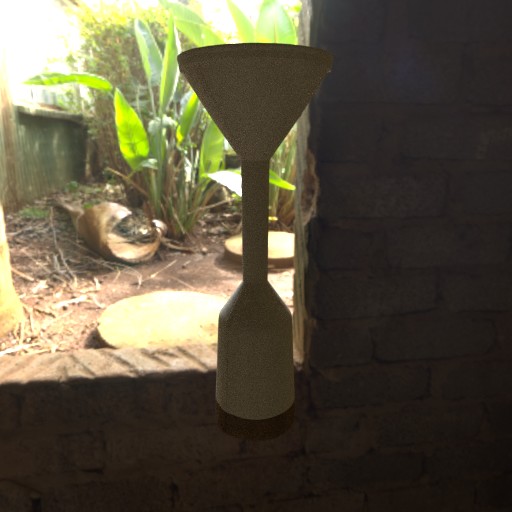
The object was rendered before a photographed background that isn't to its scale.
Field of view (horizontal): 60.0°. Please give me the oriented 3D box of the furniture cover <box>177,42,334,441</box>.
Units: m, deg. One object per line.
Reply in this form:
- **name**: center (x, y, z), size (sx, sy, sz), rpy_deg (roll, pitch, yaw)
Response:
- **furniture cover**: center (0.000, 0.000, 2.919), size (0.914, 2.413, 0.914), rpy_deg (-13, 20, -41)
